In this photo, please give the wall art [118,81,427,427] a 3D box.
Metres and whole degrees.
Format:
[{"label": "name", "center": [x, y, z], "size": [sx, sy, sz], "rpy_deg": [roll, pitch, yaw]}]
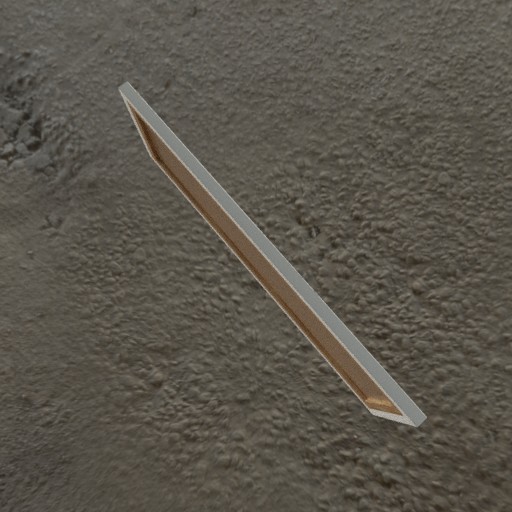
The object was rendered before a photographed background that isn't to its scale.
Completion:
[{"label": "wall art", "center": [0.000, 0.000, 1.708], "size": [0.044, 0.507, 1.520], "rpy_deg": [-39, 78, -10]}]
